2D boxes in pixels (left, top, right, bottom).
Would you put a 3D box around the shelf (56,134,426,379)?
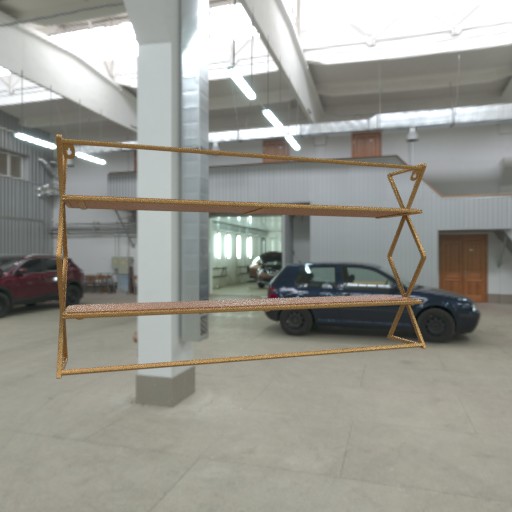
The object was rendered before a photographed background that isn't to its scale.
[{"bbox_3d":[0.000,0.000,1.013,0.822,0.450,0.150,0,0,-19],"label":"shelf"}]
